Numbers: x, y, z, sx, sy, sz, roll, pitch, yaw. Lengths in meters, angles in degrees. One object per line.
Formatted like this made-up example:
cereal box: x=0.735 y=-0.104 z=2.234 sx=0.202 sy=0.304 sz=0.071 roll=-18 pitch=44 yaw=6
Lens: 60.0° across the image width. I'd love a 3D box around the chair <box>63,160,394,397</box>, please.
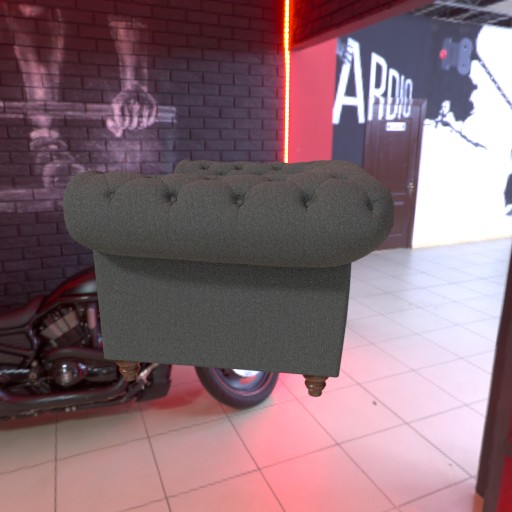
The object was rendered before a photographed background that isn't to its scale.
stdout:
chair: x=0.000 y=0.000 z=1.882 sx=0.976 sy=0.770 sz=1.270 roll=2 pitch=15 yaw=9
